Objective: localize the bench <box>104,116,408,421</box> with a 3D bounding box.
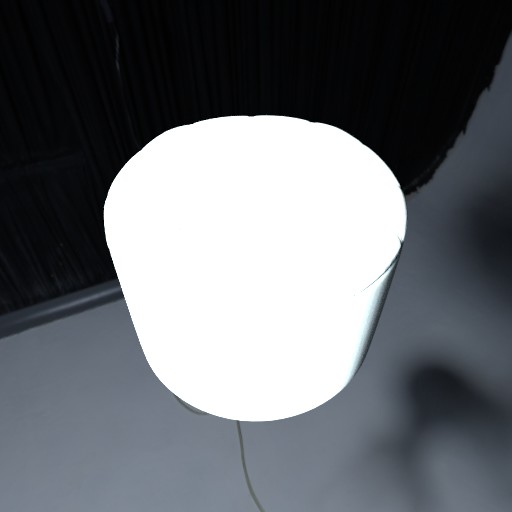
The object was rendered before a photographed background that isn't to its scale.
[{"bbox_3d":[0.000,0.000,1.016,0.600,0.453,0.600,0,45,0],"label":"bench"}]
